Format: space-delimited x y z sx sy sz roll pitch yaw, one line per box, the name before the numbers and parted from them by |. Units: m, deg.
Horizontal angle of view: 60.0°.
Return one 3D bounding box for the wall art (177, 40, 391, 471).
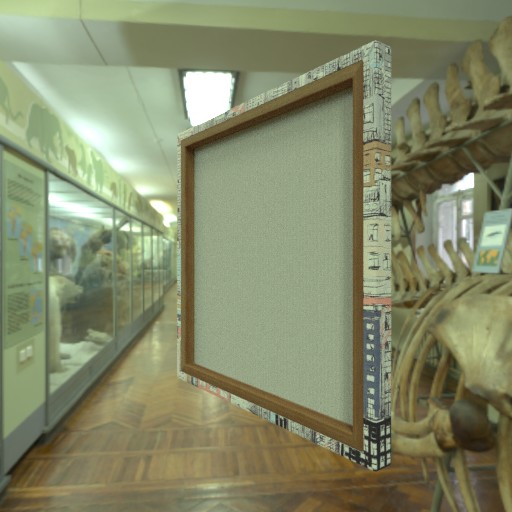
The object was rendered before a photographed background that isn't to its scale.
wall art | 0.000 0.000 1.095 0.048 0.762 0.761 0 0 -37
